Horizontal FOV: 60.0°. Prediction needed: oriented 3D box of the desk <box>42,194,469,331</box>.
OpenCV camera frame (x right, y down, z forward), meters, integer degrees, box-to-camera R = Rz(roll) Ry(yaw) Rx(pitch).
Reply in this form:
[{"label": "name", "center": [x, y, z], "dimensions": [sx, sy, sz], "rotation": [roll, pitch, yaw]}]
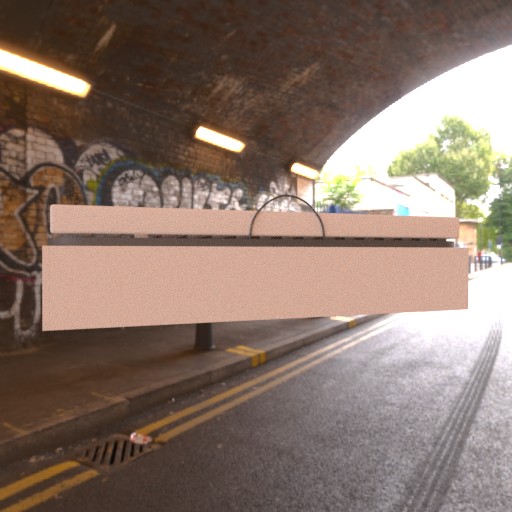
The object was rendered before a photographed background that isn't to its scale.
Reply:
[{"label": "desk", "center": [0.000, 0.000, 2.298], "dimensions": [1.900, 0.526, 0.900], "rotation": [0, 0, -18]}]
